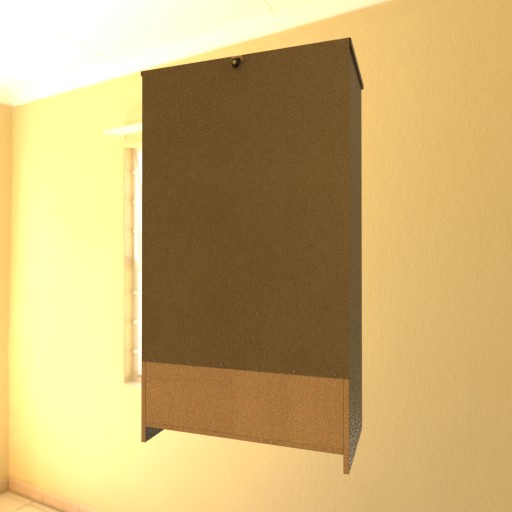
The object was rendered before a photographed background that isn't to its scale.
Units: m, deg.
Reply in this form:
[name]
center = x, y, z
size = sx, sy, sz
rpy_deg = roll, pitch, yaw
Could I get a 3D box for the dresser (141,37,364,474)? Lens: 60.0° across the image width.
[dresser]
center = 0.000, 0.000, 1.556
size = 0.704, 1.254, 0.418
rpy_deg = 0, -1, 19
